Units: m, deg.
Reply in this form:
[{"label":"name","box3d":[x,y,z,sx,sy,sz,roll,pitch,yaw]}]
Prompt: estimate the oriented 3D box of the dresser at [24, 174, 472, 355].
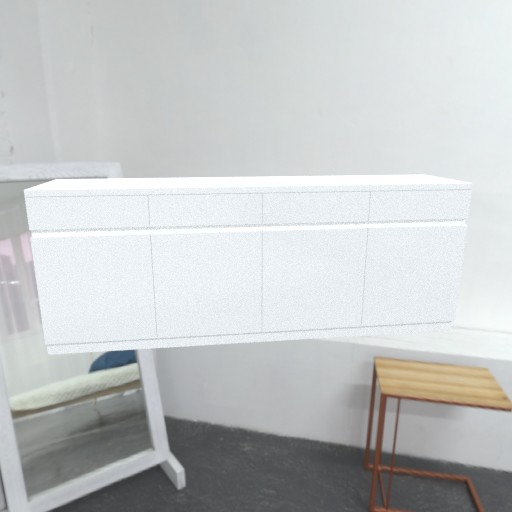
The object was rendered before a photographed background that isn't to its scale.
[{"label":"dresser","box3d":[0.000,0.000,2.508,2.200,0.840,0.500,-2,16,-7]}]
